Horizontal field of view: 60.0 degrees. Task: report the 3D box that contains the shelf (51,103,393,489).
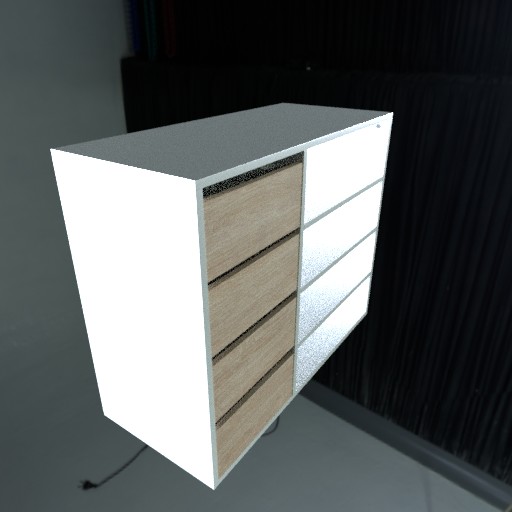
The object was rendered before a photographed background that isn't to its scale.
[{"bbox_3d":[0.000,0.000,1.291,0.396,0.732,0.895,17,31,31],"label":"shelf"}]
